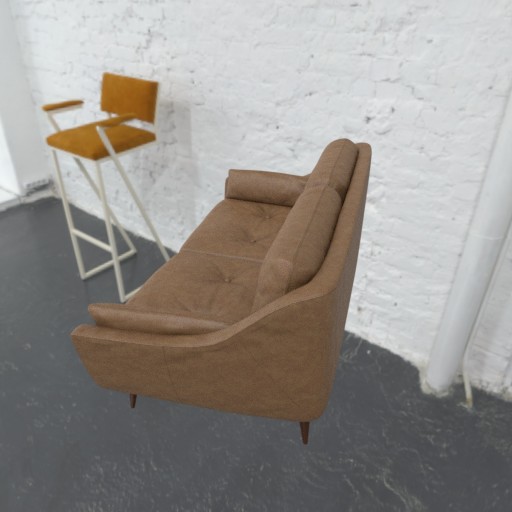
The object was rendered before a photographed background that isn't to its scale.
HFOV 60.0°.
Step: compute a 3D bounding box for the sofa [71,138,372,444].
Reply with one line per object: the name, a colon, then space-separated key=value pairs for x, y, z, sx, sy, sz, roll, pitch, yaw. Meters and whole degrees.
sofa: x=0.000 y=0.000 z=2.259 sx=0.981 sy=0.886 sz=1.731 roll=9 pitch=32 yaw=14
